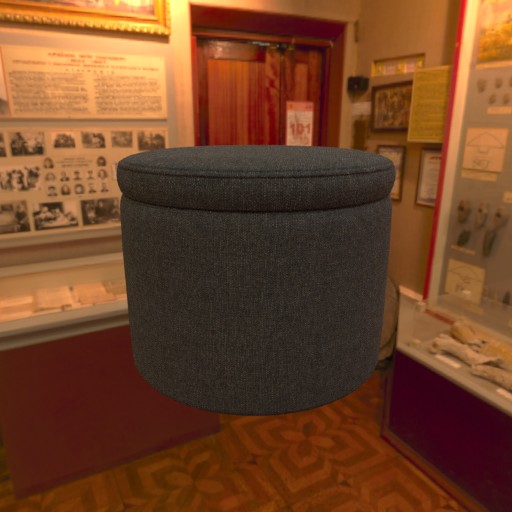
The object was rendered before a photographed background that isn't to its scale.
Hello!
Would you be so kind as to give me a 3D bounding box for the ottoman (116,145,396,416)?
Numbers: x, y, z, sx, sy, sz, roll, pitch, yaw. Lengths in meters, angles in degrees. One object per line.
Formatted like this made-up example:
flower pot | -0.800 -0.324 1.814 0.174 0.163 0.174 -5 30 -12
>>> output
ottoman | 0.000 0.000 0.908 0.520 0.430 0.520 0 17 0
